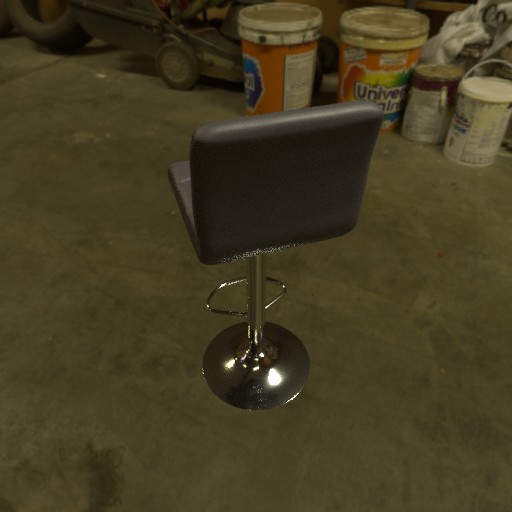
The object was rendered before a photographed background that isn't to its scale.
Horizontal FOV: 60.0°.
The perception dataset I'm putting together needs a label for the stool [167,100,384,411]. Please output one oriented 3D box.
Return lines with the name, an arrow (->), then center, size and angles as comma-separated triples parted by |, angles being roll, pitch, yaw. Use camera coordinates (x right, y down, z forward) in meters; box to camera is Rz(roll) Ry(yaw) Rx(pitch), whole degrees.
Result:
stool -> 0.000, 0.000, 1.400 | 0.430, 1.115, 0.505 | -13, 42, -14
